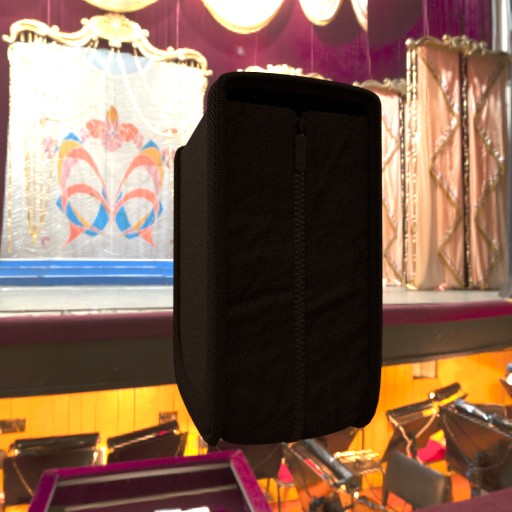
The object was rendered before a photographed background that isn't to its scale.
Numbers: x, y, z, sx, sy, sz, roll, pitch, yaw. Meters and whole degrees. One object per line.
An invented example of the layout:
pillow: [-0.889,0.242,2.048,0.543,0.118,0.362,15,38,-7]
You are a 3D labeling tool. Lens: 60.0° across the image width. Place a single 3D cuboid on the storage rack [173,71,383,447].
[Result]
storage rack: [0.000,0.000,0.541,0.168,0.387,0.297,0,-1,-18]
